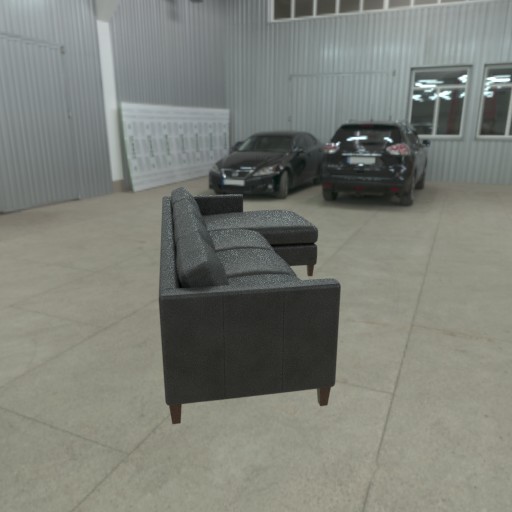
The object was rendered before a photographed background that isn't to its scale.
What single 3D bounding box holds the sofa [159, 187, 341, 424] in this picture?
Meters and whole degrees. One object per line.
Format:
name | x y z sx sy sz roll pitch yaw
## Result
sofa | 0.000 0.000 3.857 1.581 0.883 3.203 -3 17 -11
